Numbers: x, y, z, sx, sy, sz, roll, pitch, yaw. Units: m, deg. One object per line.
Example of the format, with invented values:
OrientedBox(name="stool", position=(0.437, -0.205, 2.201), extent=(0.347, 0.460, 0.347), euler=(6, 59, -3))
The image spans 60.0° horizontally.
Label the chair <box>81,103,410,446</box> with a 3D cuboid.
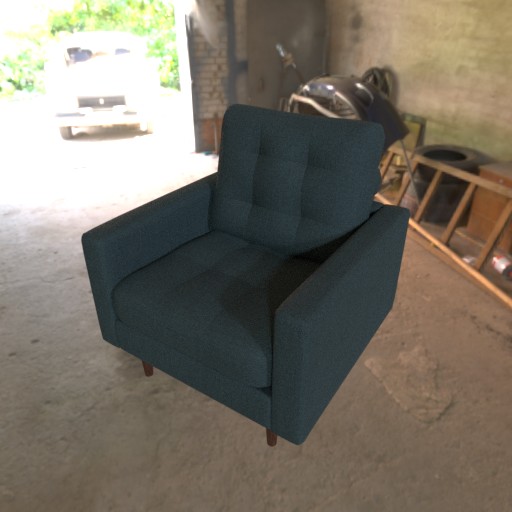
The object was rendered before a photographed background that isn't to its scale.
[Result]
OrientedBox(name="chair", position=(0.000, 0.000, 1.544), extent=(0.821, 0.880, 0.843), euler=(18, 35, 29))
